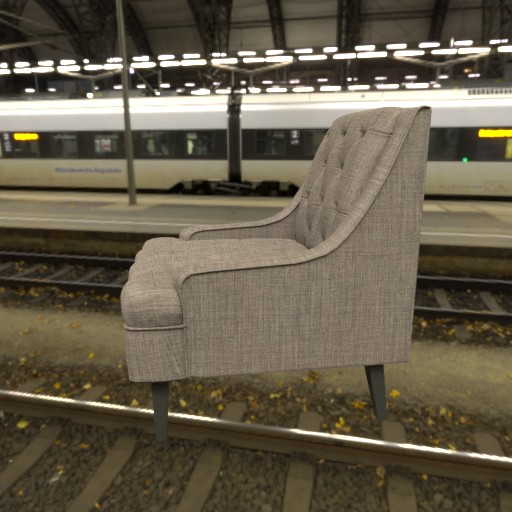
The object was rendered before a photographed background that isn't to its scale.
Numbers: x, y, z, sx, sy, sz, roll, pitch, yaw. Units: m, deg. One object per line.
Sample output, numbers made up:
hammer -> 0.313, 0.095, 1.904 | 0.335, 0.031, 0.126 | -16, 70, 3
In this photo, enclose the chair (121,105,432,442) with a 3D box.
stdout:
chair -> 0.000, 0.000, 1.412 | 0.771, 0.891, 0.655 | -2, 14, -8
